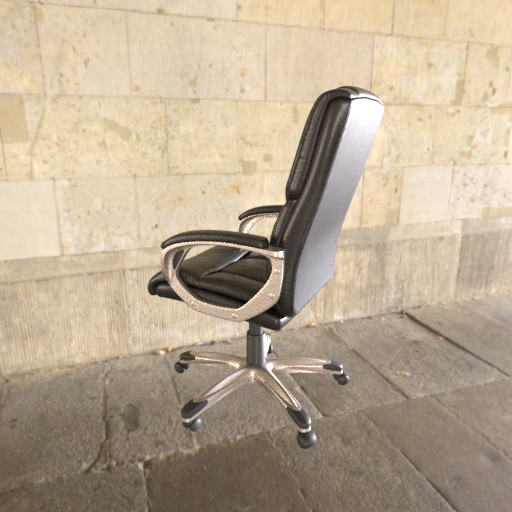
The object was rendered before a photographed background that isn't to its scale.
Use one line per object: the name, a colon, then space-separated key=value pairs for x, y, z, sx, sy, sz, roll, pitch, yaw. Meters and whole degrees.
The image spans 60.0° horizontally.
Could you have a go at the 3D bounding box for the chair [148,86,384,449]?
chair: x=0.000 y=0.000 z=1.647 sx=0.780 sy=1.145 sz=0.700 roll=8 pitch=18 yaw=25
